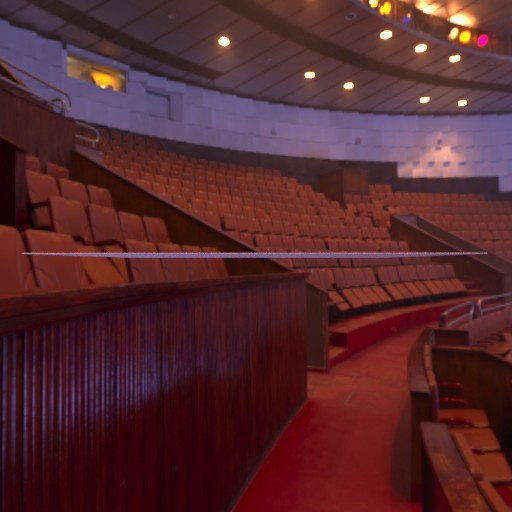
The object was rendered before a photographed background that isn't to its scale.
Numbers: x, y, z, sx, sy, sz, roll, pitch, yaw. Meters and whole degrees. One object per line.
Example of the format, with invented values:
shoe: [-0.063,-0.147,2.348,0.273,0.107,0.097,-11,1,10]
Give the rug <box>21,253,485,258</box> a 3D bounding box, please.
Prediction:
rug: [0.000,0.000,4.133,3.067,0.005,2.454,0,-1,2]
